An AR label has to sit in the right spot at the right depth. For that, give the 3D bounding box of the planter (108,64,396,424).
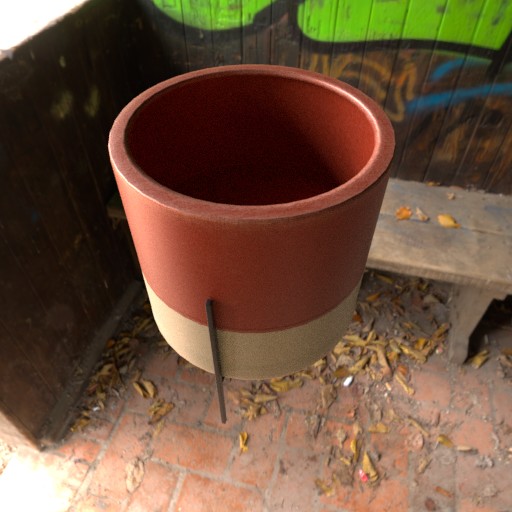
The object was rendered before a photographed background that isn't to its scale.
[{"bbox_3d":[0.000,0.000,0.705,0.354,0.465,0.345,-10,48,-9],"label":"planter"}]
